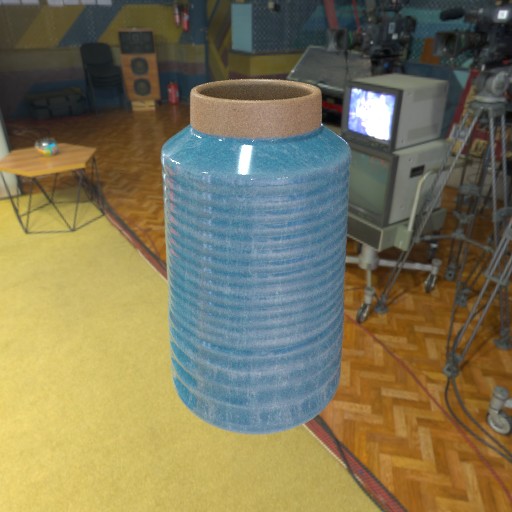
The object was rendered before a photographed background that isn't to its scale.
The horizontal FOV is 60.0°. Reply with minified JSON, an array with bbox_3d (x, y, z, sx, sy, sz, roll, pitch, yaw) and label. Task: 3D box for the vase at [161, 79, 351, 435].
[{"bbox_3d":[0.000,0.000,0.373,0.163,0.267,0.163,0,30,0],"label":"vase"}]
